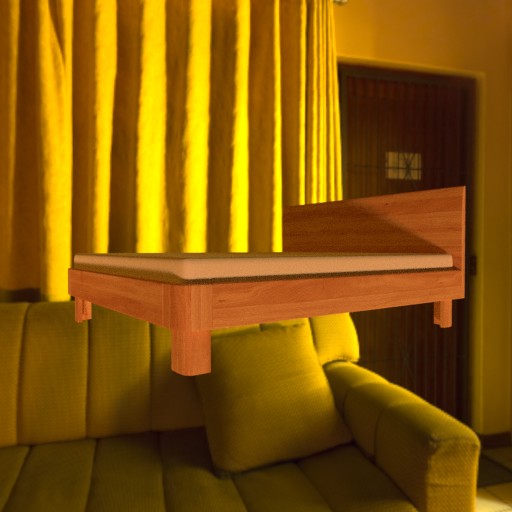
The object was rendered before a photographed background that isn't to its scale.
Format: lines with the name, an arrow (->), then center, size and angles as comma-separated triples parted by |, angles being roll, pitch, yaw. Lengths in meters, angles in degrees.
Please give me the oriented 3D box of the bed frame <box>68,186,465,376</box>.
bed frame -> 0.000, 0.000, 3.101 | 2.092, 0.940, 1.872 | -1, 1, -36
